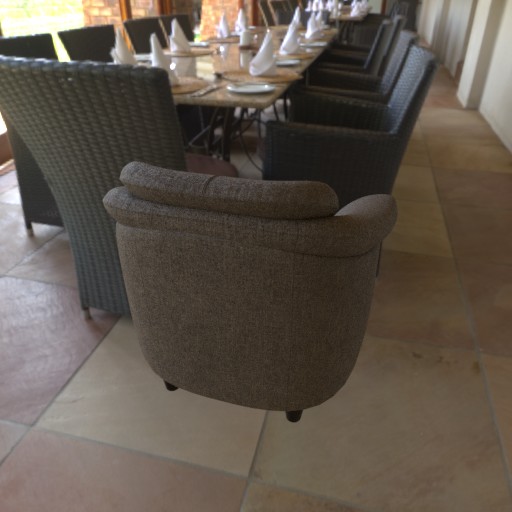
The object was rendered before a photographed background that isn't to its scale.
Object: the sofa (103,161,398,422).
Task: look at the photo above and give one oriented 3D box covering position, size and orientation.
[{"bbox_3d":[0.000,0.000,1.501,0.870,0.811,0.794,9,32,15],"label":"sofa"}]
